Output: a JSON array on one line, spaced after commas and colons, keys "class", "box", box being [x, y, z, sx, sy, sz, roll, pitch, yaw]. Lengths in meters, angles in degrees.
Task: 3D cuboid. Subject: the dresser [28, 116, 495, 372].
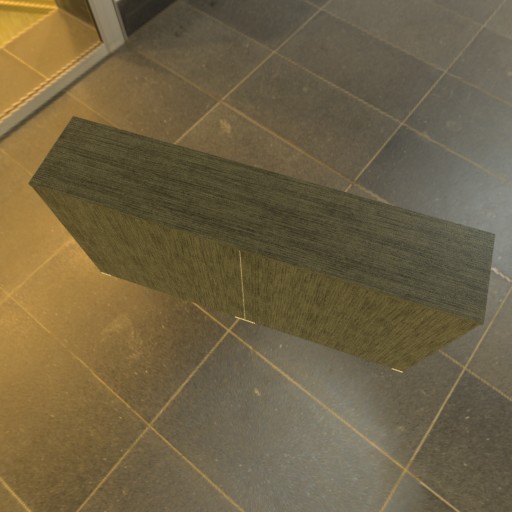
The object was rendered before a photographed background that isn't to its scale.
[{"class": "dresser", "box": [0.000, 0.000, 1.838, 1.535, 0.790, 0.333, 17, 66, 8]}]
